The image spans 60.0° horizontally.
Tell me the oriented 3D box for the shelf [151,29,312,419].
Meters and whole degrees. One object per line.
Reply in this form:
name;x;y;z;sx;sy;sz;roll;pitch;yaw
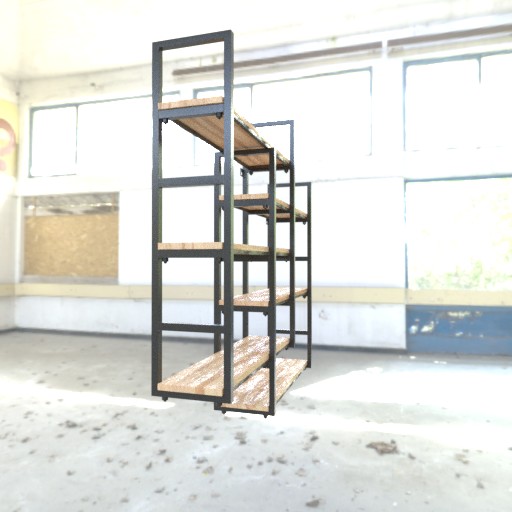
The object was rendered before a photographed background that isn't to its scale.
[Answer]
shelf;0.000;0.000;1.378;0.183;0.921;0.946;0;-1;17
